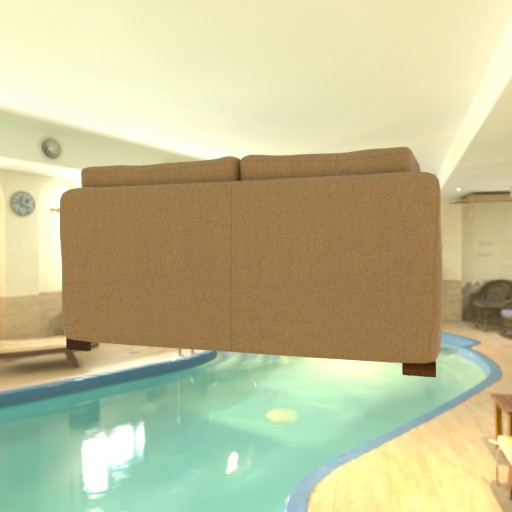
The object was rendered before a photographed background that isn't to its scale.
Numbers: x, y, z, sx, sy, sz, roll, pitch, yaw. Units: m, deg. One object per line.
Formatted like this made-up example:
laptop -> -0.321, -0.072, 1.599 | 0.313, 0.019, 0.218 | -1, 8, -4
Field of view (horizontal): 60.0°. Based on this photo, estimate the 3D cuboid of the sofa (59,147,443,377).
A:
sofa -> 0.000, 0.000, 2.477 | 1.855, 0.980, 0.962 | 0, 1, 17
